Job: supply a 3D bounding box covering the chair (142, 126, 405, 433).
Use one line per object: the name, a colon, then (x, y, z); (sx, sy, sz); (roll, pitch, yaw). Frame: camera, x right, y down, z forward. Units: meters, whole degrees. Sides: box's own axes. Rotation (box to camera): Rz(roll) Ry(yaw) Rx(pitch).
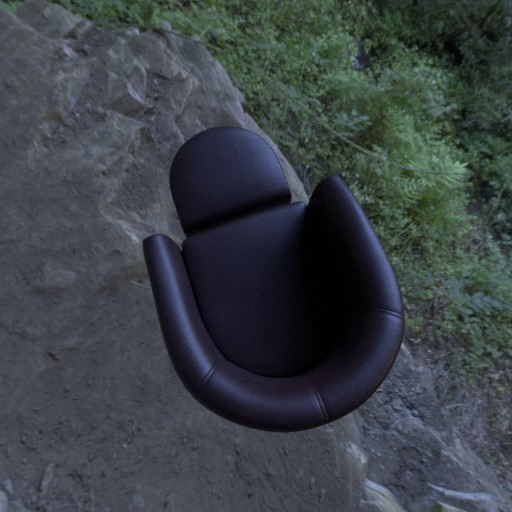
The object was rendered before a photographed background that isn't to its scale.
chair: (0.000, 0.000, 1.664); (0.737, 0.755, 1.176); (-19, 77, -5)
